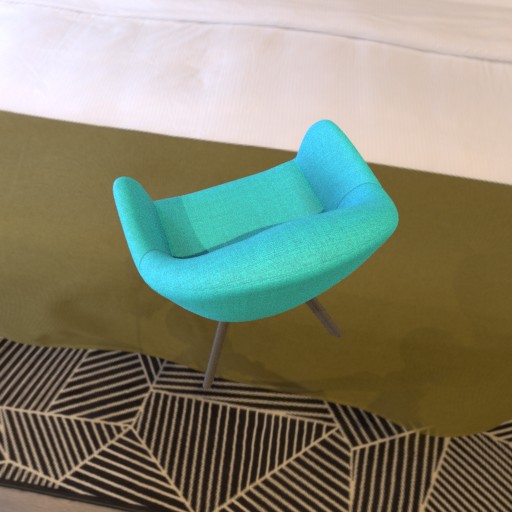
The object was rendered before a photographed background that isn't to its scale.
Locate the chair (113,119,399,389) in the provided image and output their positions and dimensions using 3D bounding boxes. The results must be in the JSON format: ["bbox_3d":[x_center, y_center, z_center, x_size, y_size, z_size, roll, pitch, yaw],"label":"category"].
[{"bbox_3d":[0.000,0.000,1.193,0.590,0.795,0.550,-19,61,-11],"label":"chair"}]
